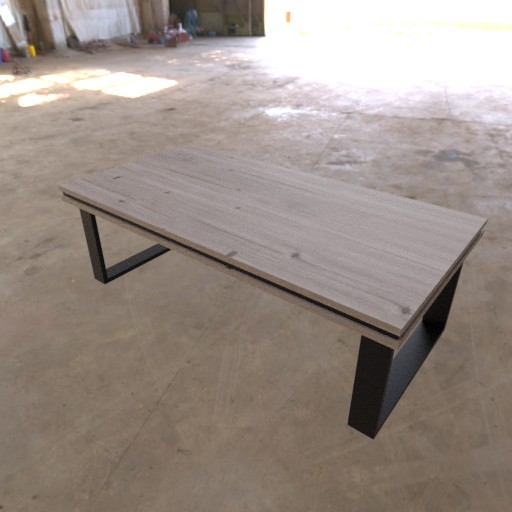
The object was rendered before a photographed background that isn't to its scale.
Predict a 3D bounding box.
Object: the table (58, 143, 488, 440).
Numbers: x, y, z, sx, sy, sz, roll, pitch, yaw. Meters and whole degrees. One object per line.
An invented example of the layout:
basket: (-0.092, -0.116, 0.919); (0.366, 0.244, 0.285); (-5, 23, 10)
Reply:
table: (0.000, 0.000, 1.664); (1.350, 0.450, 0.700); (22, 37, 32)
